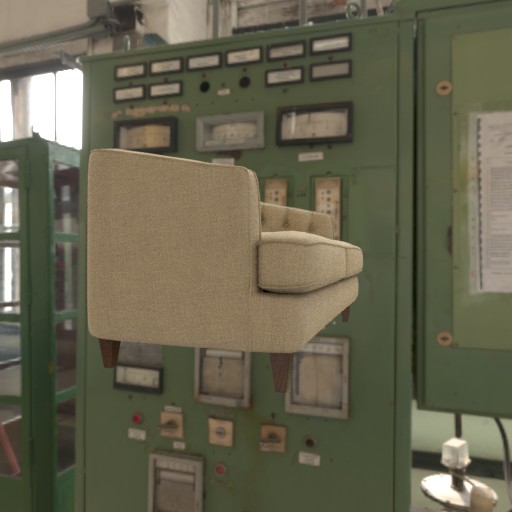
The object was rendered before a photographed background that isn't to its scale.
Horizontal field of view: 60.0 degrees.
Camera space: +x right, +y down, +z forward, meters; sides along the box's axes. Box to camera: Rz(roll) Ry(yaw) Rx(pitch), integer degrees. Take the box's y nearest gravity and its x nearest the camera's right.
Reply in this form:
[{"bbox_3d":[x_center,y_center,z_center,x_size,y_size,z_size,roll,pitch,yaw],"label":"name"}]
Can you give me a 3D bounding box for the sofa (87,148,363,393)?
[{"bbox_3d":[0.000,0.000,2.260,0.941,0.855,1.733,0,0,19],"label":"sofa"}]
